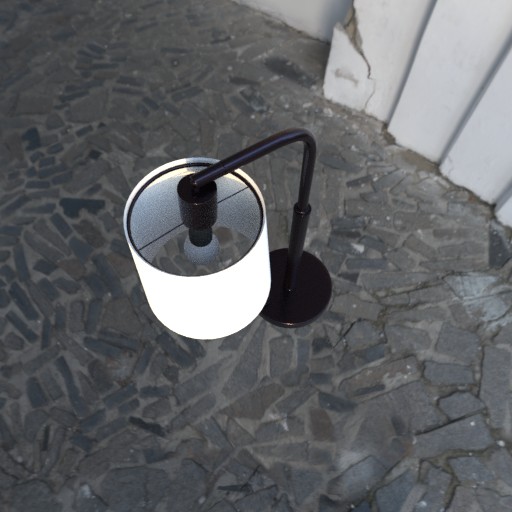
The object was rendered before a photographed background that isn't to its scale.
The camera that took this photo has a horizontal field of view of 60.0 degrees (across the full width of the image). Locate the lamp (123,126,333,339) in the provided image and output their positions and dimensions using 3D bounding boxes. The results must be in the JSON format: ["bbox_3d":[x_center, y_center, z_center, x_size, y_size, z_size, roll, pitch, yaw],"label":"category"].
[{"bbox_3d":[0.000,0.000,0.652,0.333,0.489,0.171,-33,68,-15],"label":"lamp"}]
